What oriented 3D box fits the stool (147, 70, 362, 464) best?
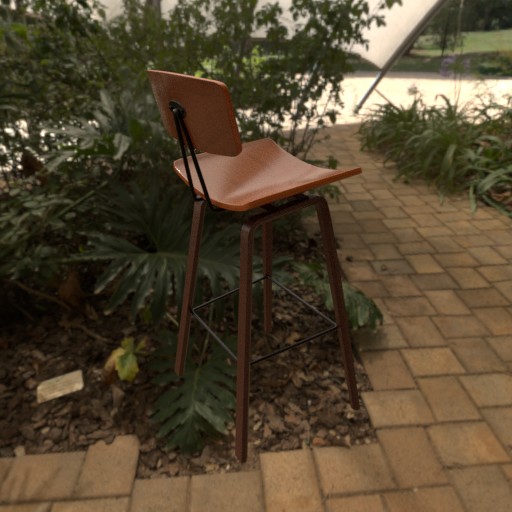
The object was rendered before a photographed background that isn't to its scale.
[{"bbox_3d":[0.000,0.000,1.241,0.440,0.969,0.509,-16,31,-29],"label":"stool"}]
